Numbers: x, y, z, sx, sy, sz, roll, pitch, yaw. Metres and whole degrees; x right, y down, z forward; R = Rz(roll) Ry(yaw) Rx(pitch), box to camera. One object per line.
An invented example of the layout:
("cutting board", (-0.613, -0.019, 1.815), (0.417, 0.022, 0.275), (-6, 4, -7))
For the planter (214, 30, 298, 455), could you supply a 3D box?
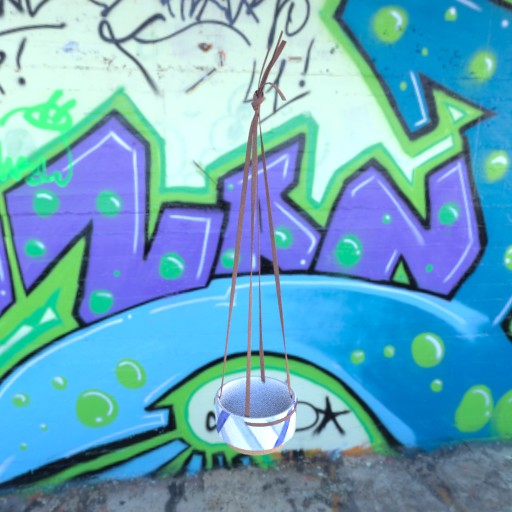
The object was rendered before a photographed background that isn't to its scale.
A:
("planter", (0.000, 0.000, 0.821), (0.166, 0.751, 0.166), (-2, 14, -9))
